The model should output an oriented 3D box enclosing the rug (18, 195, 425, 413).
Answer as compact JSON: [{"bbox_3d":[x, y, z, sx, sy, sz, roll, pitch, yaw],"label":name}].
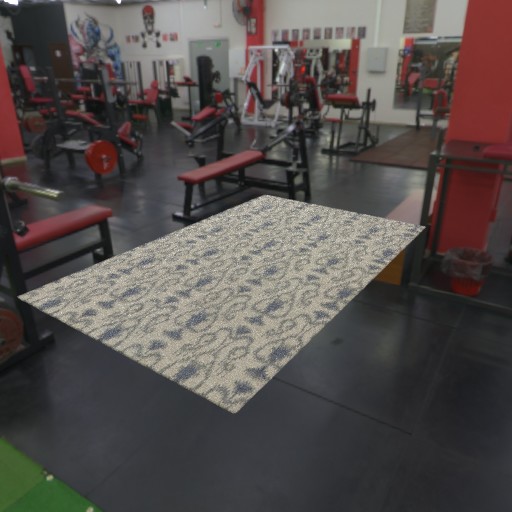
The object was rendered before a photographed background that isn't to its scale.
[{"bbox_3d":[0.000,0.000,2.006,1.035,0.006,1.652,16,29,32],"label":"rug"}]
